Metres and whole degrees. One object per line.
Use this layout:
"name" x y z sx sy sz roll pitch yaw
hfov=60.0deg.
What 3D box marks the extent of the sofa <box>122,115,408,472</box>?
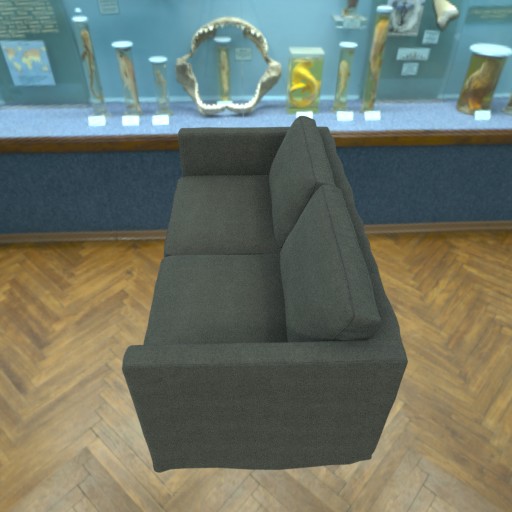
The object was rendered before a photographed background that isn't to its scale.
"sofa" 0.000 0.000 2.282 0.974 0.854 1.802 -1 41 -1
